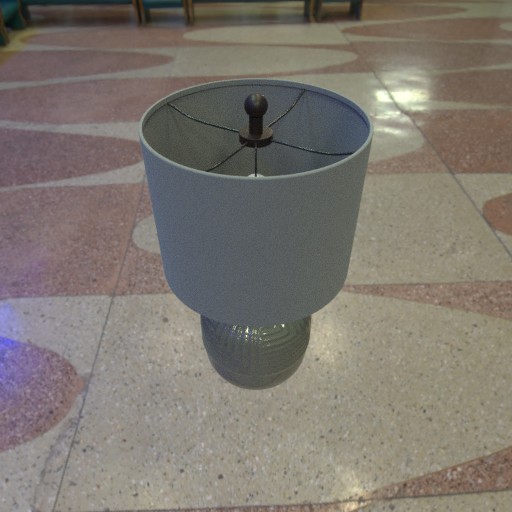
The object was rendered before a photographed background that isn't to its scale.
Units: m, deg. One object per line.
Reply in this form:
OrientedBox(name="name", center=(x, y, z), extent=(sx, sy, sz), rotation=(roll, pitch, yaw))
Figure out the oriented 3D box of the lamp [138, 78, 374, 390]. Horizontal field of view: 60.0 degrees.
OrientedBox(name="lamp", center=(0.000, 0.000, 0.772), extent=(0.318, 0.567, 0.318), rotation=(0, 41, 0))
